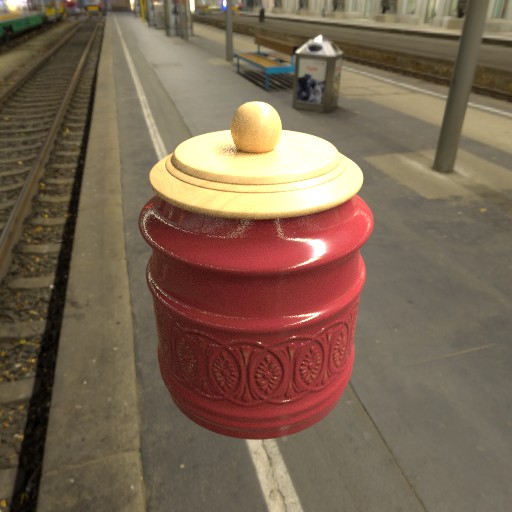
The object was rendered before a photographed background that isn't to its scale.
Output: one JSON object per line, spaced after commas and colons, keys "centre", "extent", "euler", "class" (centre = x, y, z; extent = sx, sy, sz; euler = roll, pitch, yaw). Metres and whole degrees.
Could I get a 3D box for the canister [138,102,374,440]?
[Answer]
{"centre": [0.000, 0.000, 0.265], "extent": [0.130, 0.176, 0.130], "euler": [0, 30, 0], "class": "canister"}
